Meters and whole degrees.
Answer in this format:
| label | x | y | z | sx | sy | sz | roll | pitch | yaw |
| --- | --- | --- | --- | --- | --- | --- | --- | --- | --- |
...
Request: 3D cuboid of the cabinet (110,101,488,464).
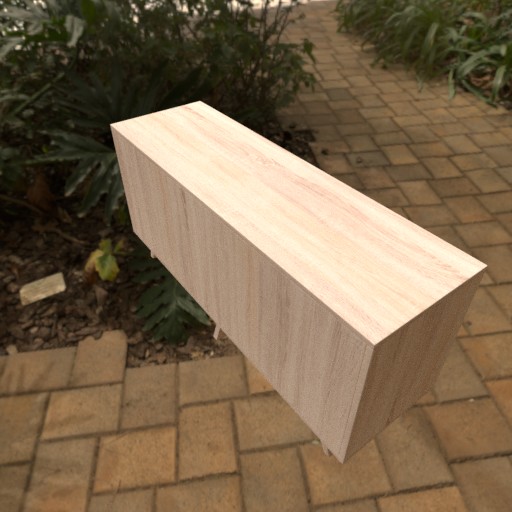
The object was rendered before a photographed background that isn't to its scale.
| label | x | y | z | sx | sy | sz | roll | pitch | yaw |
| --- | --- | --- | --- | --- | --- | --- | --- | --- | --- |
| cabinet | 0.000 | 0.000 | 1.968 | 0.500 | 0.780 | 1.650 | -26 | 46 | -27 |
